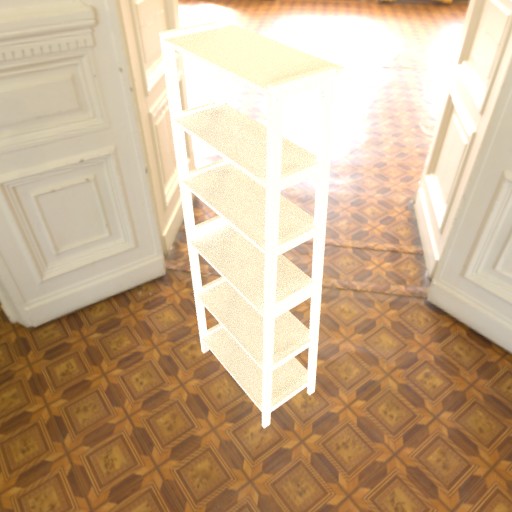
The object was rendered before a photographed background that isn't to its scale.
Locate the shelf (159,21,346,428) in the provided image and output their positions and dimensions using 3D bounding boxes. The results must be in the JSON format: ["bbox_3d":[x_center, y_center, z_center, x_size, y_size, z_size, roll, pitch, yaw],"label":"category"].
[{"bbox_3d":[0.000,0.000,2.110,0.381,1.892,0.660,-27,48,-27],"label":"shelf"}]
